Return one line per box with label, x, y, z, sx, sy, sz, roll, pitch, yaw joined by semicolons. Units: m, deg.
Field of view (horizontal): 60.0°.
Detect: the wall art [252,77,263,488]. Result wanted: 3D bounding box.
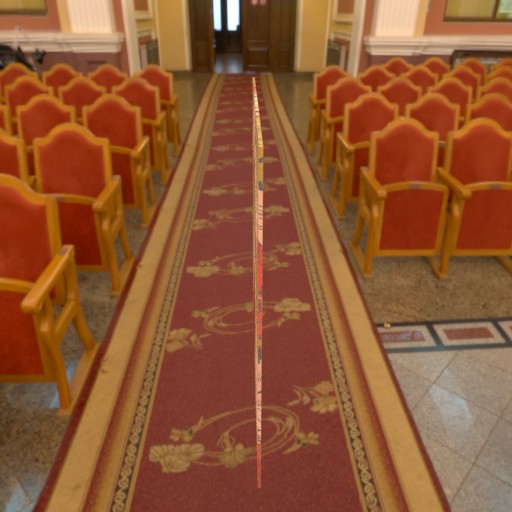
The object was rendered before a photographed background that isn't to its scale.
wall art;0.000;0.000;2.280;0.013;1.534;1.519;-1;29;-1
